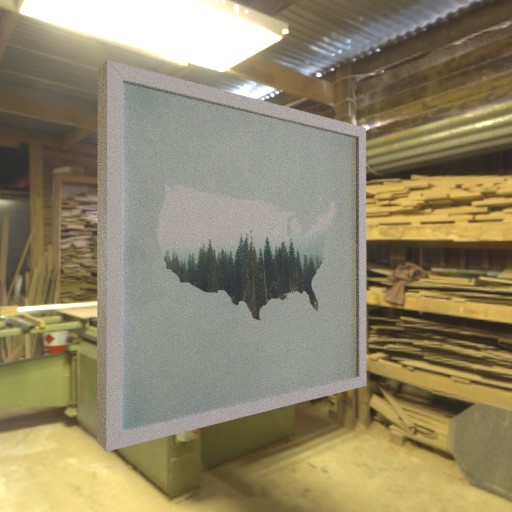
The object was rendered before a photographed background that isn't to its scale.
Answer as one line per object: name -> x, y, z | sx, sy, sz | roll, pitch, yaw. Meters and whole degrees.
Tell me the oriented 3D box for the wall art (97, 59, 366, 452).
wall art -> 0.000, 0.000, 0.741 | 0.509, 0.509, 0.040 | 0, -1, -36
